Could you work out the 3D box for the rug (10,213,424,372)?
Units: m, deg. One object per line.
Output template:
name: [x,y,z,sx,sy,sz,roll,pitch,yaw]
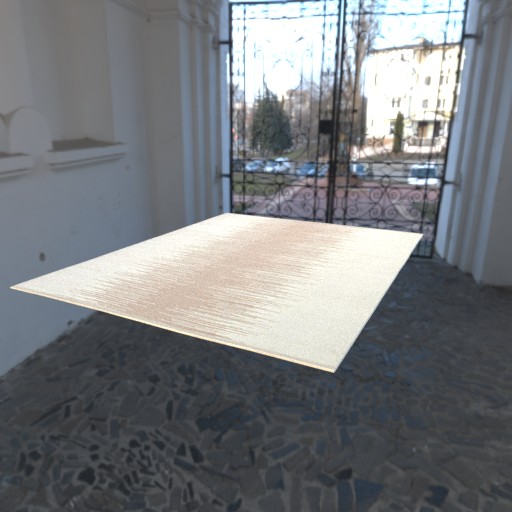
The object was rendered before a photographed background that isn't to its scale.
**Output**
rug: [0.000,0.000,3.963,2.438,0.013,3.048,9,19,26]
